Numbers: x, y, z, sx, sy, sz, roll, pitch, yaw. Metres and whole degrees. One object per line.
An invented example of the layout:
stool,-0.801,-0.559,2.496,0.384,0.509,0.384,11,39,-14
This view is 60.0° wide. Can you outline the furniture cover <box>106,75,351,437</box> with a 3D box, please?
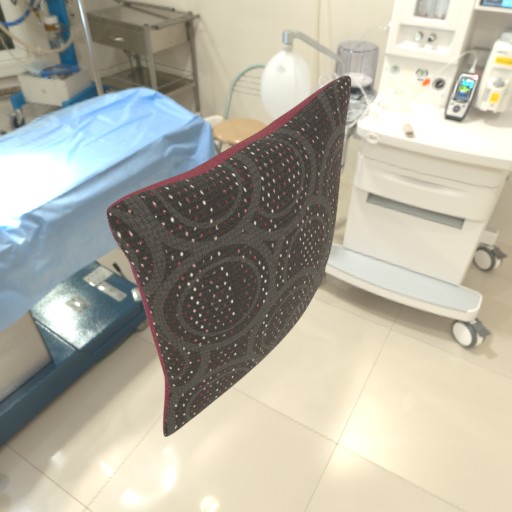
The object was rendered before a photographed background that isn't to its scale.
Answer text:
furniture cover,0.000,0.000,0.816,0.193,0.509,0.552,27,48,28
